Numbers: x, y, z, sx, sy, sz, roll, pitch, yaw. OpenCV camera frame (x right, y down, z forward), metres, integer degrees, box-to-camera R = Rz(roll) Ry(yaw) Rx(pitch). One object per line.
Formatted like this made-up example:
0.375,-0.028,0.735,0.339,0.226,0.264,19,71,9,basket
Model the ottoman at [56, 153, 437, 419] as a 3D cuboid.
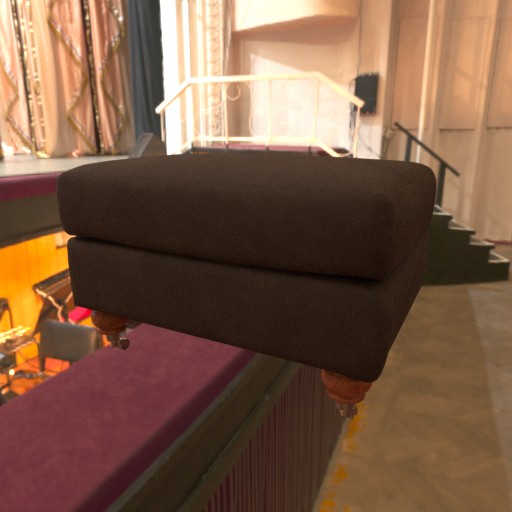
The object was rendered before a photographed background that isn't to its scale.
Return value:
0.000,0.000,1.115,0.773,0.497,0.574,8,18,27,ottoman
